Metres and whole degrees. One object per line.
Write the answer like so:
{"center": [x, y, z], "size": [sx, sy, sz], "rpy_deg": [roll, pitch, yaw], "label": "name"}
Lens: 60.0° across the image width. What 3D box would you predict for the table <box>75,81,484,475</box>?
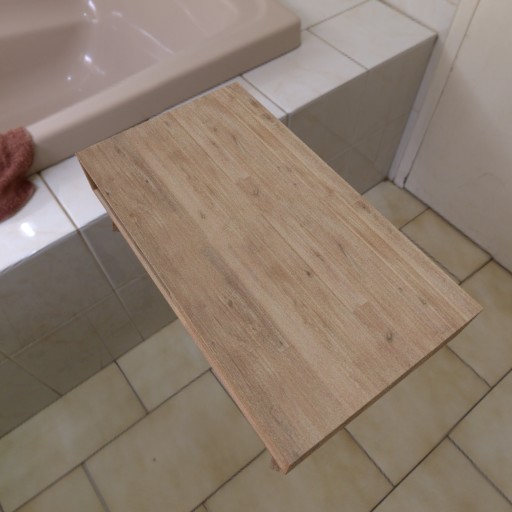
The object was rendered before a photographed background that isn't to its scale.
{"center": [0.000, 0.000, 2.065], "size": [0.918, 0.531, 1.619], "rpy_deg": [-31, 63, -18], "label": "table"}
